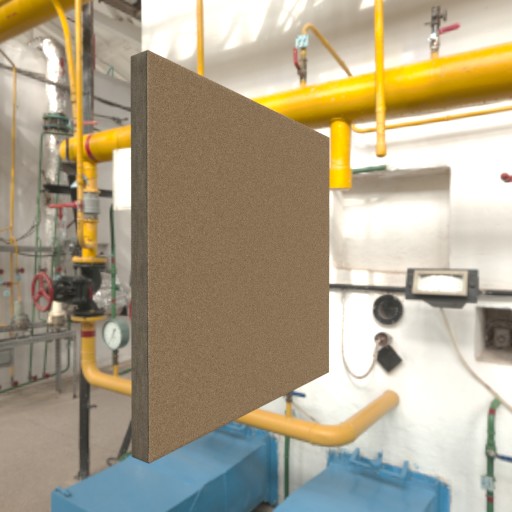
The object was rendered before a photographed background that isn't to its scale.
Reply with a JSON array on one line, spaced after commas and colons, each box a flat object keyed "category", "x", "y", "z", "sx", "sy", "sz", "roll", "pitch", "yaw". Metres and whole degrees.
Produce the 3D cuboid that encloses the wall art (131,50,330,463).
[{"category": "wall art", "x": 0.000, "y": 0.000, "z": 1.122, "sx": 0.050, "sy": 0.751, "sz": 0.749, "roll": 0, "pitch": 1, "yaw": 35}]
